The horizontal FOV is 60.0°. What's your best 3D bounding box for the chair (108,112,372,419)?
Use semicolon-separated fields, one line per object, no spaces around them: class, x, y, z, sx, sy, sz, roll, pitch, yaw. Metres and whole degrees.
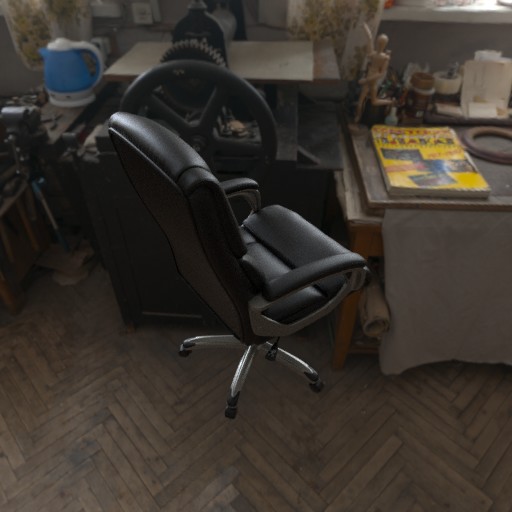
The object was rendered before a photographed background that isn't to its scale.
chair;0.000;0.000;1.628;0.739;1.155;0.663;-26;47;-27
